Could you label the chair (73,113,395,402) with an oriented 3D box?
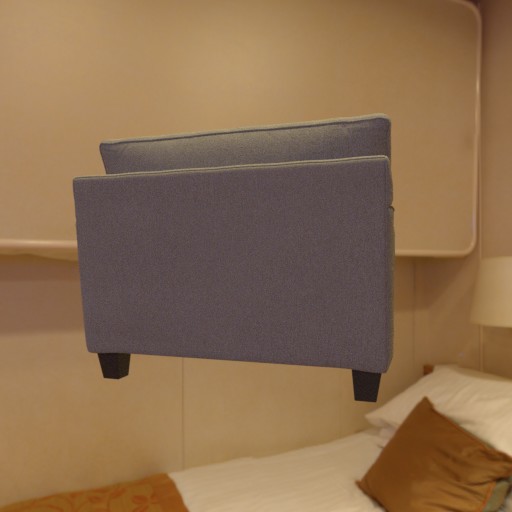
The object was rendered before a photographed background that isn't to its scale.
[{"bbox_3d":[0.000,0.000,2.034,1.220,1.016,1.041,0,-1,17],"label":"chair"}]
